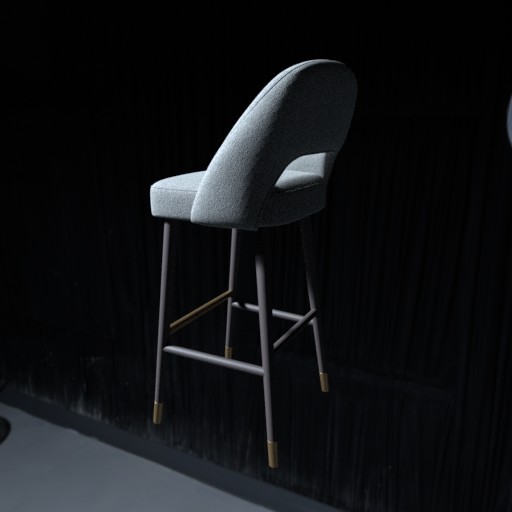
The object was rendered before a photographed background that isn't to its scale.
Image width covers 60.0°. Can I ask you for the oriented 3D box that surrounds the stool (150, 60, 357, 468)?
[{"bbox_3d":[0.000,0.000,1.385,0.524,1.089,0.536,8,18,27],"label":"stool"}]
